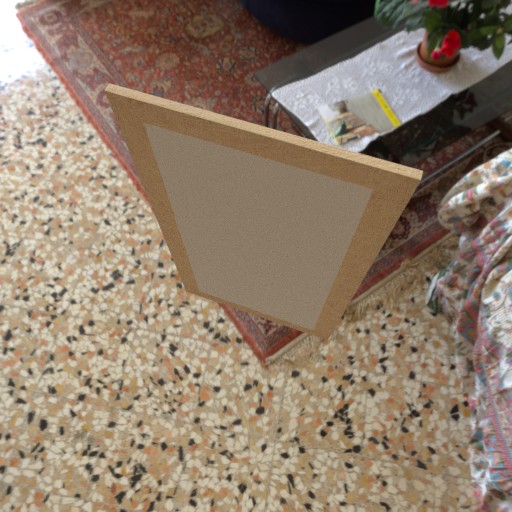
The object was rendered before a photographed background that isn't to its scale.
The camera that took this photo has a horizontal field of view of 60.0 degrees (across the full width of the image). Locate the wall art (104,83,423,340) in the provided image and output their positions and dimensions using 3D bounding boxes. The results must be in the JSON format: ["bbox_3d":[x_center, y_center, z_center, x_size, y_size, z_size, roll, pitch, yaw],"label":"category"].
[{"bbox_3d":[0.000,0.000,0.814,0.381,0.683,0.013,18,66,8],"label":"wall art"}]
